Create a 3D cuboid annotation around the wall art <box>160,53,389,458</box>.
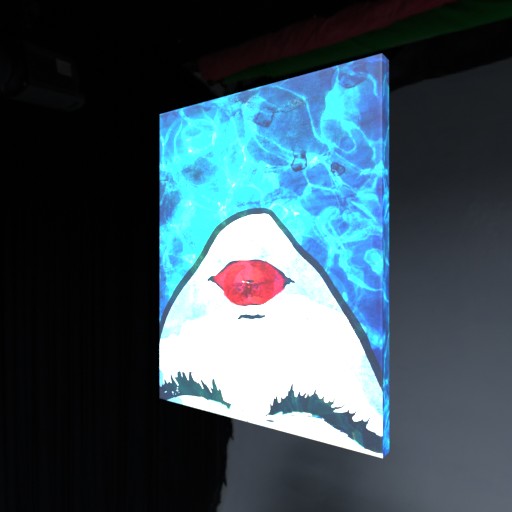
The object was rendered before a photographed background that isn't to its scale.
[{"bbox_3d":[0.000,0.000,1.023,0.609,0.760,0.038,0,0,36],"label":"wall art"}]
